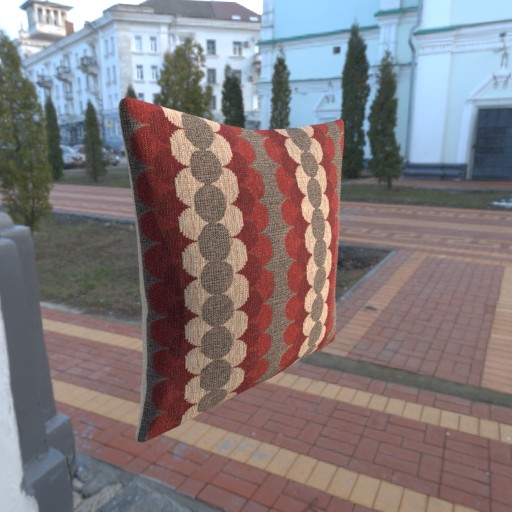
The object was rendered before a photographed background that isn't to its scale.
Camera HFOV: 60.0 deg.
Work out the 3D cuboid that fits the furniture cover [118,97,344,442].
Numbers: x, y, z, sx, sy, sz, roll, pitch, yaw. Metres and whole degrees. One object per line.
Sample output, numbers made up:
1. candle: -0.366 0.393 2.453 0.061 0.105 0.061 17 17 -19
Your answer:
1. furniture cover: 0.000 0.000 0.665 0.145 0.420 0.435 13 19 42
